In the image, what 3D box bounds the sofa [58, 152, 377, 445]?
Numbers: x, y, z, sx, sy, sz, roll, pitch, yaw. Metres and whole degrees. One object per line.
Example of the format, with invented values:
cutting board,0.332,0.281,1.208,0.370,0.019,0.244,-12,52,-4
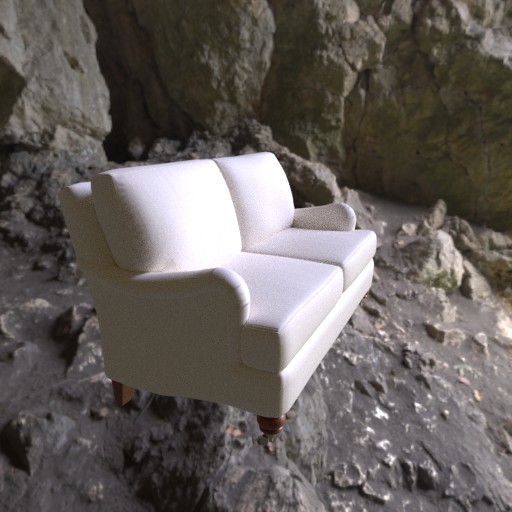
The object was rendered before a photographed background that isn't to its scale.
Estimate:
sofa,0.000,0.000,2.575,1.084,1.101,1.853,7,18,24
